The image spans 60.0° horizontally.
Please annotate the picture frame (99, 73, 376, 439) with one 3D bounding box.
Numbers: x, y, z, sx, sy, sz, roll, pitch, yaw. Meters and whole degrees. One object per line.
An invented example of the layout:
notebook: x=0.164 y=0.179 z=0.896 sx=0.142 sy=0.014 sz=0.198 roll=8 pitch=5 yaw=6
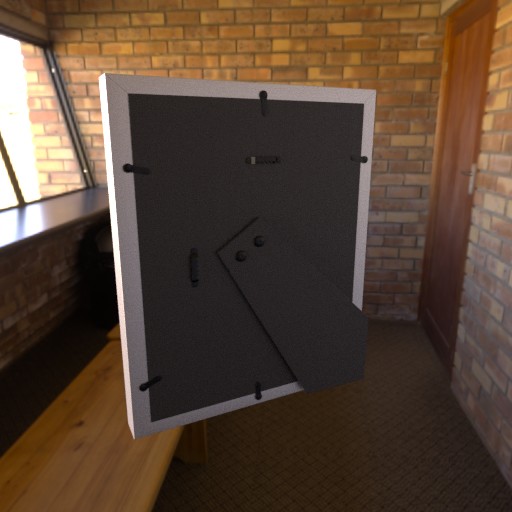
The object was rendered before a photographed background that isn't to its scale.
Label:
picture frame: x=0.000 y=0.000 z=0.387 sx=0.233 sy=0.282 sz=0.036 roll=-7 pitch=17 yaw=-26
